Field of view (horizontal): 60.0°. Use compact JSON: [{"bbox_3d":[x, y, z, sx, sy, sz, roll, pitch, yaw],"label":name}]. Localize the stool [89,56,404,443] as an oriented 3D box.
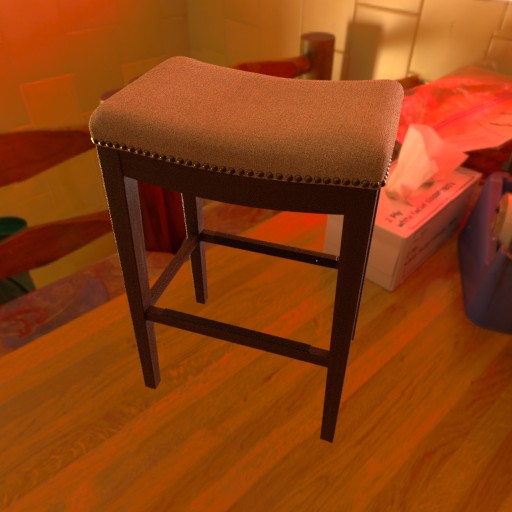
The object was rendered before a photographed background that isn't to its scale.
[{"bbox_3d":[0.000,0.000,1.020,0.509,0.768,0.363,12,41,14],"label":"stool"}]
